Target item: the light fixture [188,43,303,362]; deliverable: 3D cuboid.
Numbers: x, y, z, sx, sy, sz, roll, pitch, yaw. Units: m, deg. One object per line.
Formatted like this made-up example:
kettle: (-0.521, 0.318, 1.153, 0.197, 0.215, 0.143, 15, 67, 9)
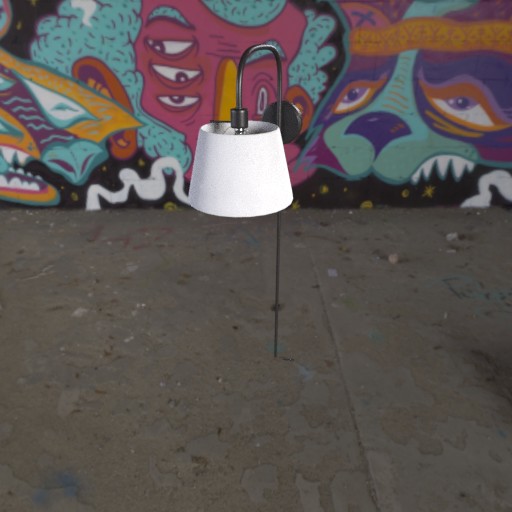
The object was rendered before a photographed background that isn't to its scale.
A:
light fixture: (0.000, 0.000, 0.463, 0.092, 0.399, 0.176, 9, 28, 17)
